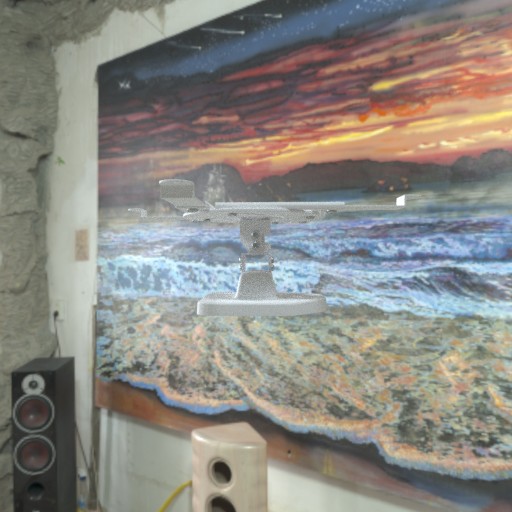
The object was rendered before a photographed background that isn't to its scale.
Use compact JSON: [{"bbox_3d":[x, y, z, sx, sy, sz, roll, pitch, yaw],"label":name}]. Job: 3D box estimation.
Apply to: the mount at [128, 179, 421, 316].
[{"bbox_3d":[0.000,0.000,0.600,0.394,0.141,0.394,0,0,2],"label":"mount"}]
